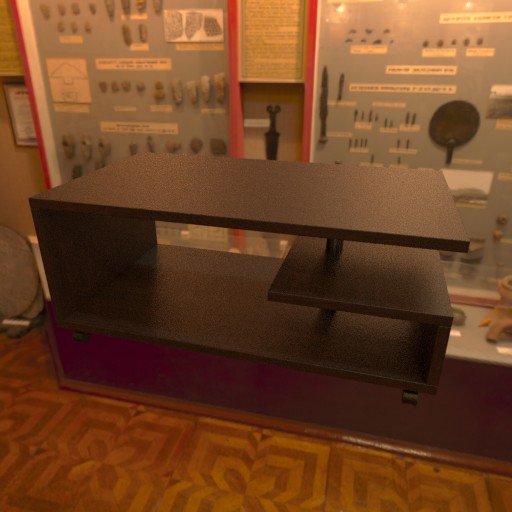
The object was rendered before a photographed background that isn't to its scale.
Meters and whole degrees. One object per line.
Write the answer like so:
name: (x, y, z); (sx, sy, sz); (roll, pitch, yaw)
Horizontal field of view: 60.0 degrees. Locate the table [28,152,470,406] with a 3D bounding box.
table: (0.000, 0.000, 1.362); (1.050, 0.460, 0.590); (7, 26, 14)
